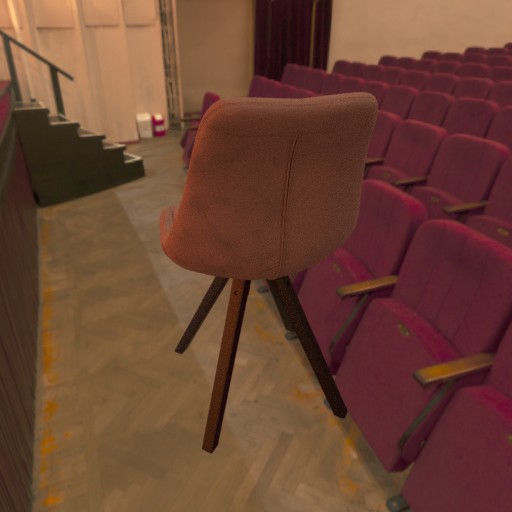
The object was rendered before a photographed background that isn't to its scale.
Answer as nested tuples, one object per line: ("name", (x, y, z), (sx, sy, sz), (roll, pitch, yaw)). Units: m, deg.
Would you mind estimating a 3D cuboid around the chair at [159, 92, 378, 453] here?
("chair", (0.000, 0.000, 1.167), (0.483, 0.865, 0.547), (-8, 28, -15))
